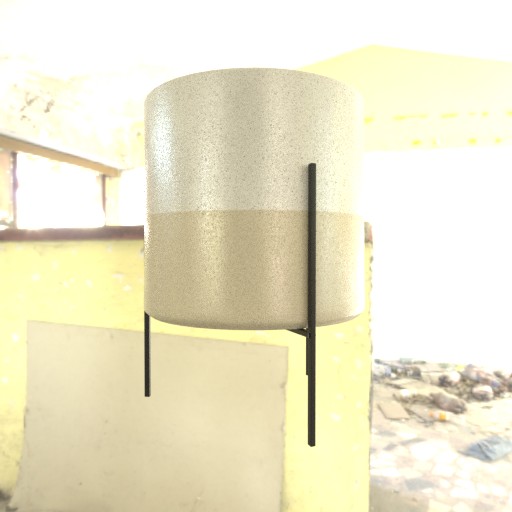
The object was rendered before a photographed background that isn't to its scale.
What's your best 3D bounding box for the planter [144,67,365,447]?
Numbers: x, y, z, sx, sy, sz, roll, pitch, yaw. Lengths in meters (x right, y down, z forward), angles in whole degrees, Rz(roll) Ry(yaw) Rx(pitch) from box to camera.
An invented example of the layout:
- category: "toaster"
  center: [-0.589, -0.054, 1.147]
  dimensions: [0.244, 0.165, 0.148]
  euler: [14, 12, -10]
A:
- category: "planter"
  center: [0.000, 0.000, 0.743]
  dimensions: [0.359, 0.484, 0.368]
  euler: [1, 1, 36]
